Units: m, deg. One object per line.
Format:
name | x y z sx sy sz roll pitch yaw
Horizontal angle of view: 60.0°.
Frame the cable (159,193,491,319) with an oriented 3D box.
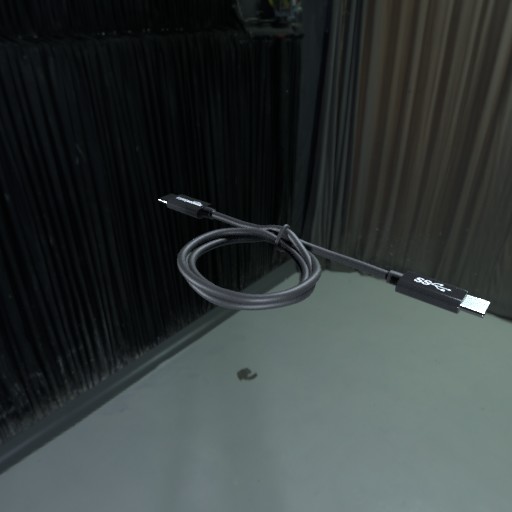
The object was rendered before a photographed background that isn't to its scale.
cable | 0.000 0.000 0.202 0.186 0.014 0.070 21 36 33
